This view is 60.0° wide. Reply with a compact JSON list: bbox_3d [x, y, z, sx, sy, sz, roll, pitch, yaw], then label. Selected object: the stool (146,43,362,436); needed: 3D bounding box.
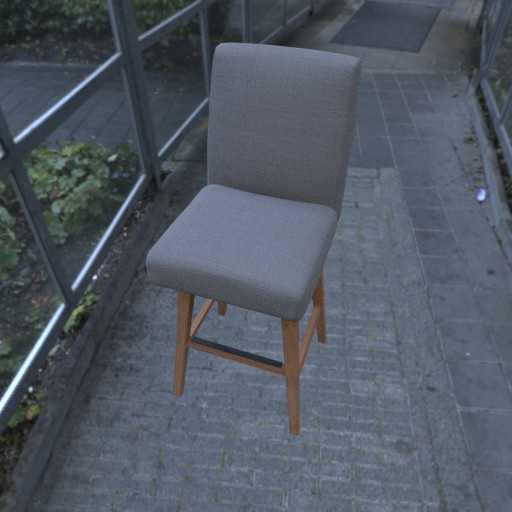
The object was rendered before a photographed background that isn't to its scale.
[{"bbox_3d":[0.000,0.000,1.404,0.483,1.112,0.570,13,43,15],"label":"stool"}]
